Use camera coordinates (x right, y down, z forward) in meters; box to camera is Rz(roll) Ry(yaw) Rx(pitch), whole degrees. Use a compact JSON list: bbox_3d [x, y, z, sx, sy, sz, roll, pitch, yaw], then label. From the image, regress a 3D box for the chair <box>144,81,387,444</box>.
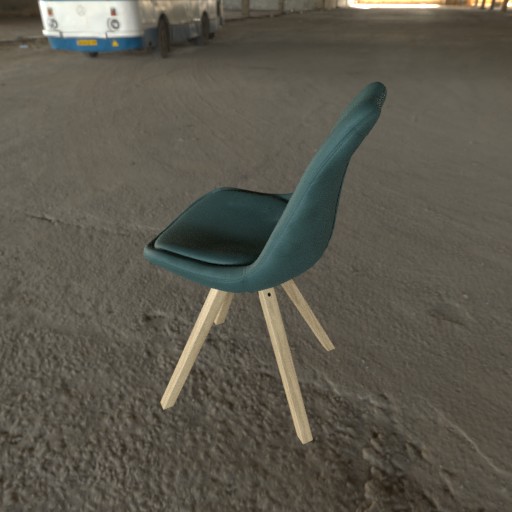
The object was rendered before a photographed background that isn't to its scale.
[{"bbox_3d":[0.000,0.000,1.184,0.547,0.865,0.483,9,32,15],"label":"chair"}]
